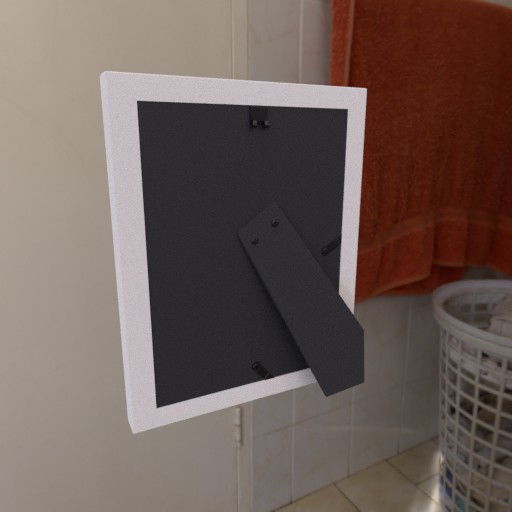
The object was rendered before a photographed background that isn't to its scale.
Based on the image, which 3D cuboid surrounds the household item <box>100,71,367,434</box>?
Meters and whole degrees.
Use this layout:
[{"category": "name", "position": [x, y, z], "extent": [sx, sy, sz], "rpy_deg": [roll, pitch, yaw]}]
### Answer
[{"category": "household item", "position": [0.000, 0.000, 0.337], "extent": [0.200, 0.250, 0.045], "rpy_deg": [-7, 16, -26]}]
